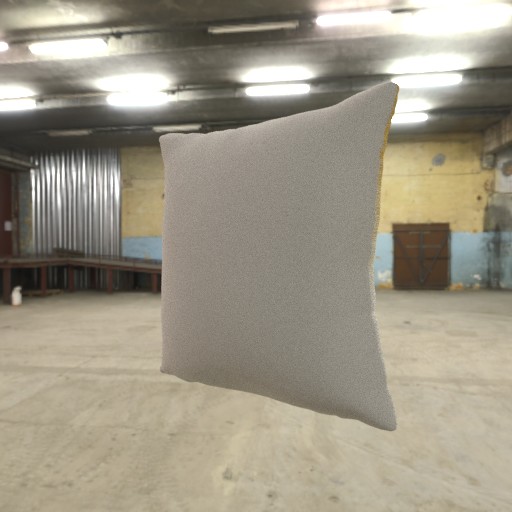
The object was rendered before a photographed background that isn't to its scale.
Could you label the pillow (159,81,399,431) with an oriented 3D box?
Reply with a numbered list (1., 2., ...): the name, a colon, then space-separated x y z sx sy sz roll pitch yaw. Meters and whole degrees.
1. pillow: 0.000 0.000 0.699 0.450 0.450 0.211 1 1 36
